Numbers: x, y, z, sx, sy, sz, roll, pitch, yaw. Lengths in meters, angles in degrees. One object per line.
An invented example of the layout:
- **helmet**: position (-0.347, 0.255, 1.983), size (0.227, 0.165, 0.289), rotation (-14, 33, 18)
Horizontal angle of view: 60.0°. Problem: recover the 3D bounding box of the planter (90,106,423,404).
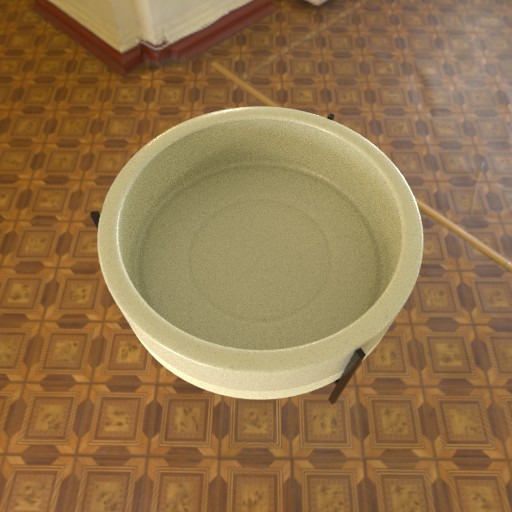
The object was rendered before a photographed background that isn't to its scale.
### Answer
- **planter**: position (0.000, 0.000, 0.533), size (0.345, 0.171, 0.336), rotation (0, 59, 0)
